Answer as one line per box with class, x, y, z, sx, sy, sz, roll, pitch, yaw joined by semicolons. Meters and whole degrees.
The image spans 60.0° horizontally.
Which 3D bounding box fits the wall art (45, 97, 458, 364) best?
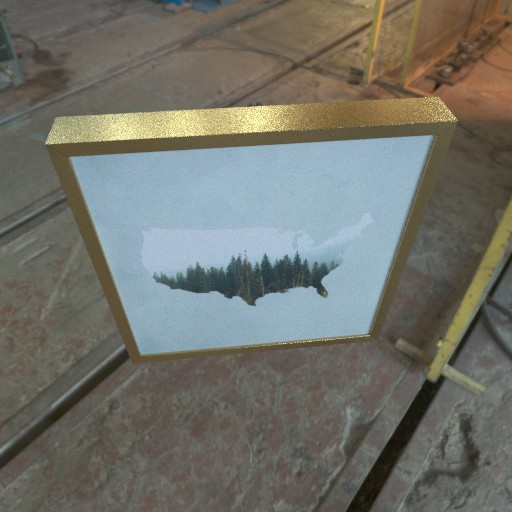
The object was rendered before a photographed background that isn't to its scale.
wall art;0.000;0.000;0.448;0.304;0.304;0.038;-4;47;-4
